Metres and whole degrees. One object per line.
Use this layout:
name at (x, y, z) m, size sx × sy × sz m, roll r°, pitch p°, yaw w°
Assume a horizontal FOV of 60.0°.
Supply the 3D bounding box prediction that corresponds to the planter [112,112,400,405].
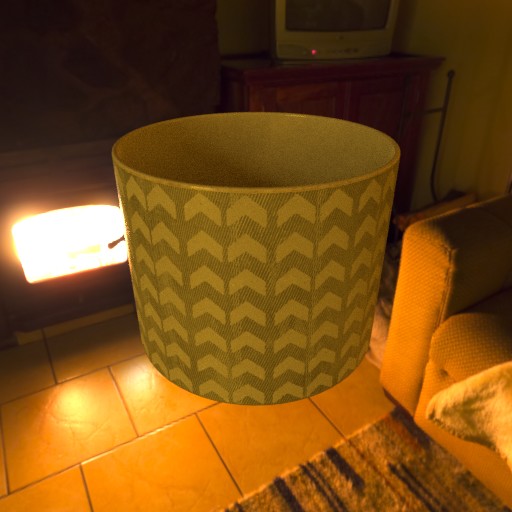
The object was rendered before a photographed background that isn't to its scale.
planter at (0.000, 0.000, 0.456) m, size 0.250 × 0.239 × 0.250 m, roll 0°, pitch 29°, yaw 0°
